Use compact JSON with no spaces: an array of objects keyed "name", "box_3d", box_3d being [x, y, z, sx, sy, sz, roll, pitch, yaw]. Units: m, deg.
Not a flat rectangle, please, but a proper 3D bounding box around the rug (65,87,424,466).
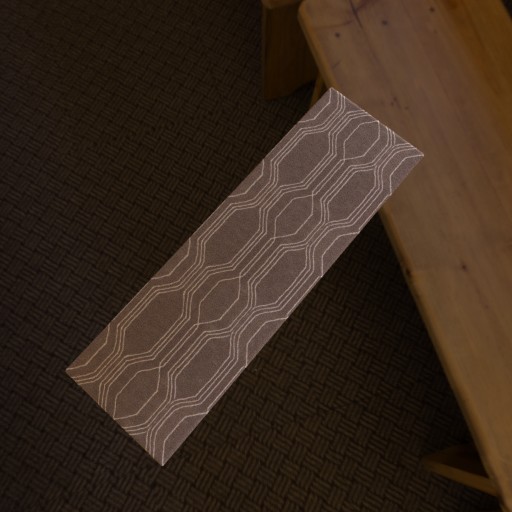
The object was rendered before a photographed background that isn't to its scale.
[{"name":"rug","box_3d":[0.000,0.000,2.712,0.773,0.012,2.464,40,79,9]}]
